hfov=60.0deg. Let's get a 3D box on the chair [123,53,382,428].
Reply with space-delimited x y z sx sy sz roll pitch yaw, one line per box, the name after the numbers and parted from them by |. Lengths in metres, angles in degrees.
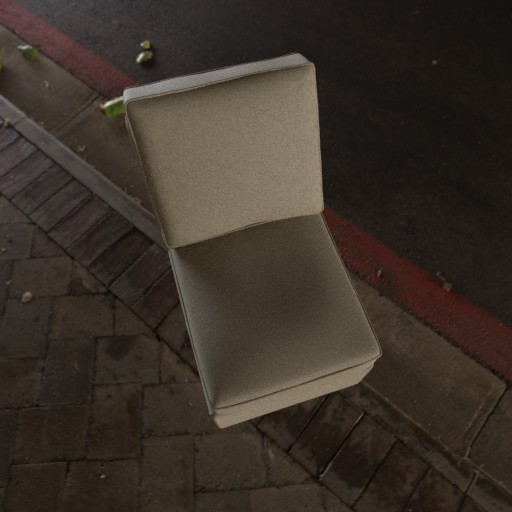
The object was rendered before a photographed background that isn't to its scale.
0.000 0.000 1.691 0.674 1.058 1.020 -15 63 -8 | chair
